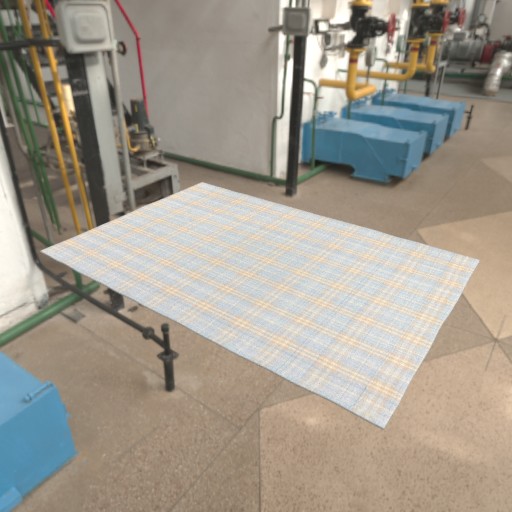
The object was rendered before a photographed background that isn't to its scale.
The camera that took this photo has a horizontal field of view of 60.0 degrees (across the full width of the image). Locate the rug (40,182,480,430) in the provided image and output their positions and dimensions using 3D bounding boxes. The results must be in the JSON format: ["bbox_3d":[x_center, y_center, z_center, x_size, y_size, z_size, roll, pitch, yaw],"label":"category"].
[{"bbox_3d":[0.000,0.000,2.213,1.835,0.012,1.231,20,36,31],"label":"rug"}]
